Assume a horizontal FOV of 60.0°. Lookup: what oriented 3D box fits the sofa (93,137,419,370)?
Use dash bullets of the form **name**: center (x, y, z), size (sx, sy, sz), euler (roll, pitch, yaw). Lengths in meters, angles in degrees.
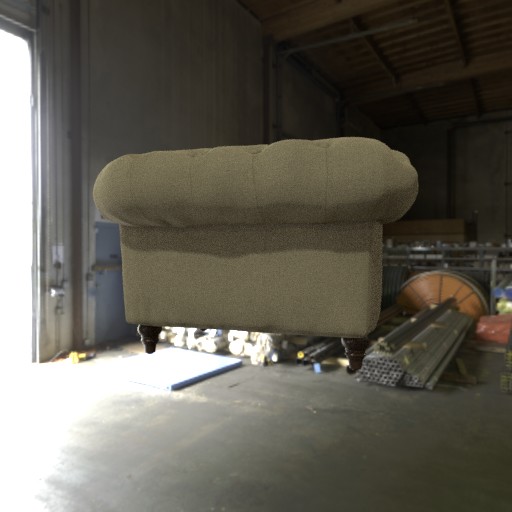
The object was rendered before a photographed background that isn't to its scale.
- **sofa**: center (0.000, 0.000, 2.026), size (1.405, 0.878, 1.034), euler (0, 1, 17)
